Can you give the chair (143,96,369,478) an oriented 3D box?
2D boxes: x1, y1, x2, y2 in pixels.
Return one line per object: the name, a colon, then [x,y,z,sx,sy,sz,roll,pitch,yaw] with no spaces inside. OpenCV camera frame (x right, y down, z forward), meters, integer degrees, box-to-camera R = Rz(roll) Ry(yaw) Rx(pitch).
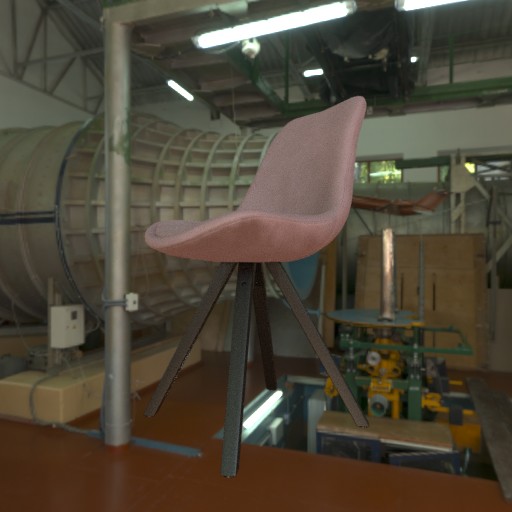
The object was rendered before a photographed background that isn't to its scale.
chair: [0.000,0.000,1.160,0.547,0.865,0.483,0,0,-36]
